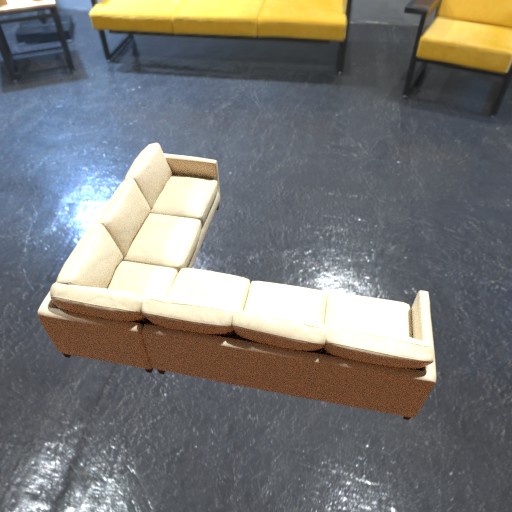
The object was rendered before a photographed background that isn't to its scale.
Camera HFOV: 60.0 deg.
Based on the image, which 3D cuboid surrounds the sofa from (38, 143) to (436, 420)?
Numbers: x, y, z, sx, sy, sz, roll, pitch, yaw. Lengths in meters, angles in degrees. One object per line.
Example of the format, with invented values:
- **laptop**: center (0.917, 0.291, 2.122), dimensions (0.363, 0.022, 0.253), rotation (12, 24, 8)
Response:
- **sofa**: center (0.000, 0.000, 4.543), dimensions (3.302, 0.947, 2.593), rotation (8, 46, 8)
